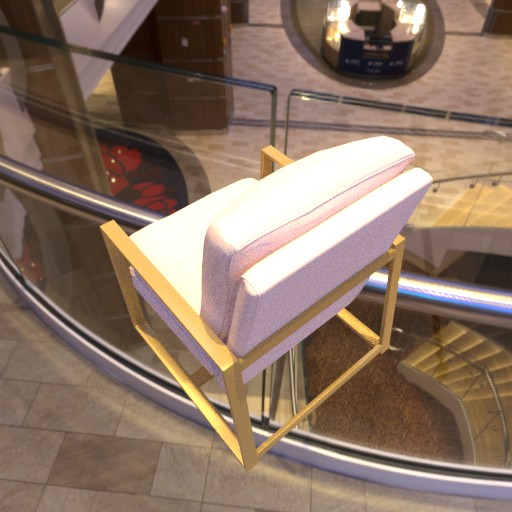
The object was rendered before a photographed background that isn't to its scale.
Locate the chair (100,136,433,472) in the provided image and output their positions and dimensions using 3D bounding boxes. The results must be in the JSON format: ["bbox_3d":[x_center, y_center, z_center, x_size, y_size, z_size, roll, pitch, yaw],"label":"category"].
[{"bbox_3d":[0.000,0.000,1.530,0.758,0.956,0.813,-31,54,-26],"label":"chair"}]
